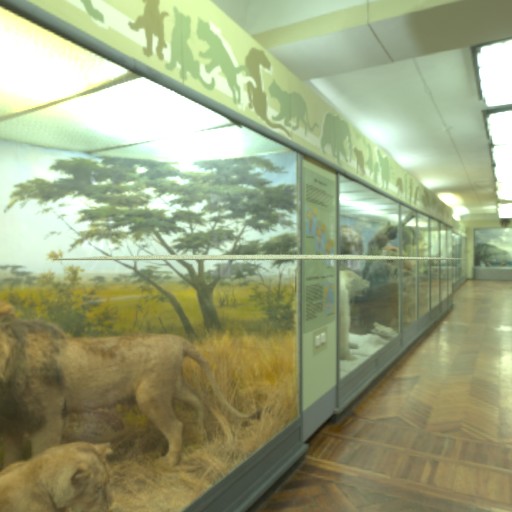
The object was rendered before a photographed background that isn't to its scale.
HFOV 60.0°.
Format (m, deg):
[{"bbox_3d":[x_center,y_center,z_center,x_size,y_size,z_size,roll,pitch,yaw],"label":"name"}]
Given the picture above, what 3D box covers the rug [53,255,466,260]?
[{"bbox_3d":[0.000,0.000,4.137,2.448,0.021,3.051,0,1,-1],"label":"rug"}]
